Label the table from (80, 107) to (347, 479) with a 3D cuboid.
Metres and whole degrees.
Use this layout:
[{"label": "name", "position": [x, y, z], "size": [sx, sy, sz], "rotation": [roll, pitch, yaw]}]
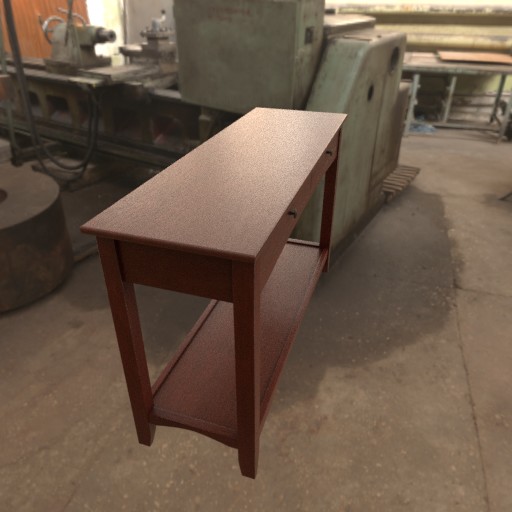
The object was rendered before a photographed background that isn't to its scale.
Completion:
[{"label": "table", "position": [0.000, 0.000, 1.551], "size": [0.392, 0.739, 1.188], "rotation": [10, 32, 16]}]
